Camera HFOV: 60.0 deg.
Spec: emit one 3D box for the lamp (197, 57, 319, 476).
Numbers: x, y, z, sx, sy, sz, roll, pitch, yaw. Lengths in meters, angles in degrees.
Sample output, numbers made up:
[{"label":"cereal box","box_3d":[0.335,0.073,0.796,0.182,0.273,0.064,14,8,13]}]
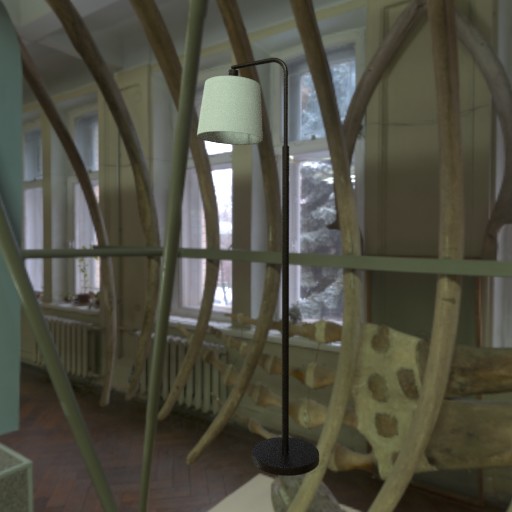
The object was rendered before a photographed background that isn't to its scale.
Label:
[{"label":"lamp","box_3d":[0.000,0.000,1.678,0.508,1.478,0.254,1,2,35]}]
